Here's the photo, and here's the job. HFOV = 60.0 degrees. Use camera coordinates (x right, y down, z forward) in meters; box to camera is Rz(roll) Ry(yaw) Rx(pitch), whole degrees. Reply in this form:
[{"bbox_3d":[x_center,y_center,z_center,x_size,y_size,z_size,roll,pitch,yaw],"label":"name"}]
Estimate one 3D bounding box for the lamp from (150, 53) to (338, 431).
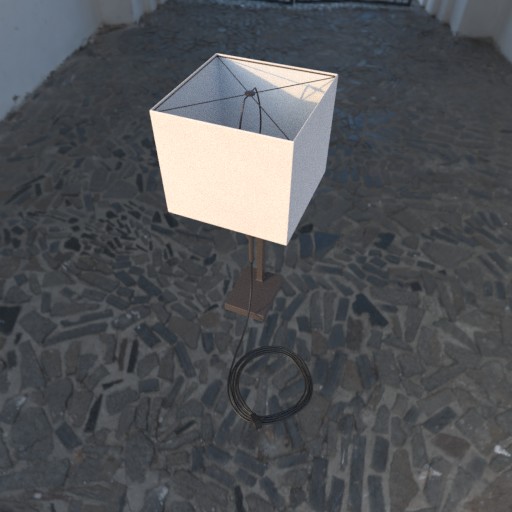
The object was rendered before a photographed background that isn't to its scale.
[{"bbox_3d":[0.000,0.000,1.010,0.399,0.660,0.504,17,49,15],"label":"lamp"}]
